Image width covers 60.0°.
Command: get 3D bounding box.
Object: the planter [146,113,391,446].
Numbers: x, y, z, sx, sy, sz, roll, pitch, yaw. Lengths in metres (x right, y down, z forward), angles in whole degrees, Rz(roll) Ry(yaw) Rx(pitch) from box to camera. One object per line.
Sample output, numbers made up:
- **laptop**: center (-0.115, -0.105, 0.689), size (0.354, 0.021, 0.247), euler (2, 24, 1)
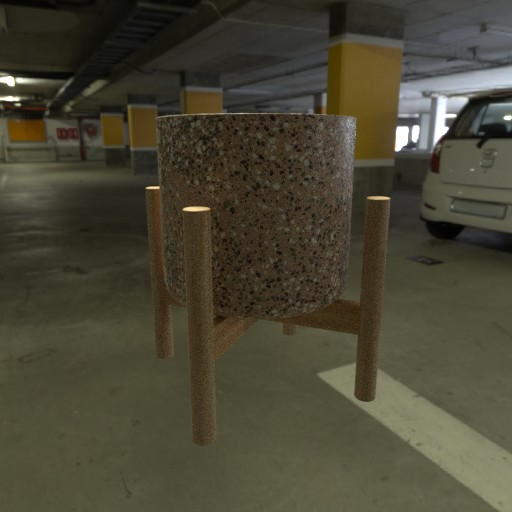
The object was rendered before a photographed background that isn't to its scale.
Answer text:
- **planter**: center (0.000, 0.000, 0.542), size (0.284, 0.320, 0.284), euler (14, 20, 43)
